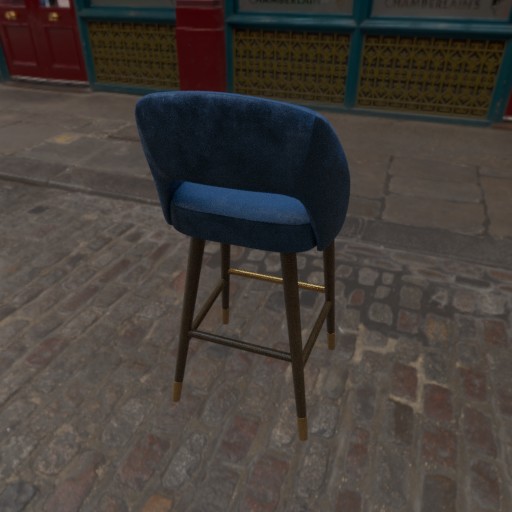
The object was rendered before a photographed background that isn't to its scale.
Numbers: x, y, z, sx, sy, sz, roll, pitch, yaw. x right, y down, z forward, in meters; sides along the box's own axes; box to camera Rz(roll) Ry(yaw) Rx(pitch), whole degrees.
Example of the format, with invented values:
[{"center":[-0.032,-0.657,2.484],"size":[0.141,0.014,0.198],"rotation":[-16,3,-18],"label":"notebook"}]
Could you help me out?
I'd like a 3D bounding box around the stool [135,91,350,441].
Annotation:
[{"center":[0.000,0.000,1.317],"size":[0.514,1.016,0.515],"rotation":[11,33,17],"label":"stool"}]
